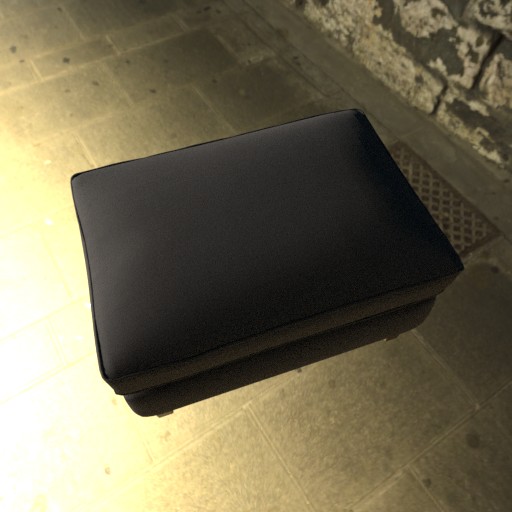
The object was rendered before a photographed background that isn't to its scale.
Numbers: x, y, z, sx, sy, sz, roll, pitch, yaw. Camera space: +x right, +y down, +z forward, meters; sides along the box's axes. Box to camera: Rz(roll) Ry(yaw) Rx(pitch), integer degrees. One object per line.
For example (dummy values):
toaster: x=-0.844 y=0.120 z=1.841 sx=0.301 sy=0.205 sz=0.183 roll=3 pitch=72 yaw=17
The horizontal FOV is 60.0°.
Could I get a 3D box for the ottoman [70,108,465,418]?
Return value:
ottoman: x=0.000 y=0.000 z=0.992 sx=0.686 sy=0.406 sz=0.508 roll=-16 pitch=60 yaw=-9
